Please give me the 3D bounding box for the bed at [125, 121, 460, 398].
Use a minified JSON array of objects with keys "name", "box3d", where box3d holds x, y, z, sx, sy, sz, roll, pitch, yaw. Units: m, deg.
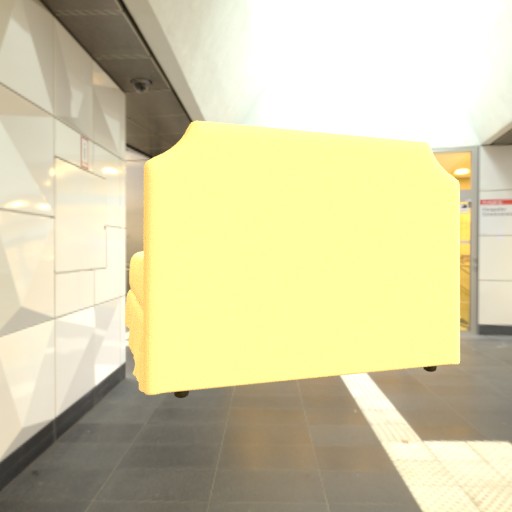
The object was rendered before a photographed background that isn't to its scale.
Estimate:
[{"name":"bed","box3d":[0.000,0.000,3.841,2.134,1.524,2.548,0,1,-18]}]
